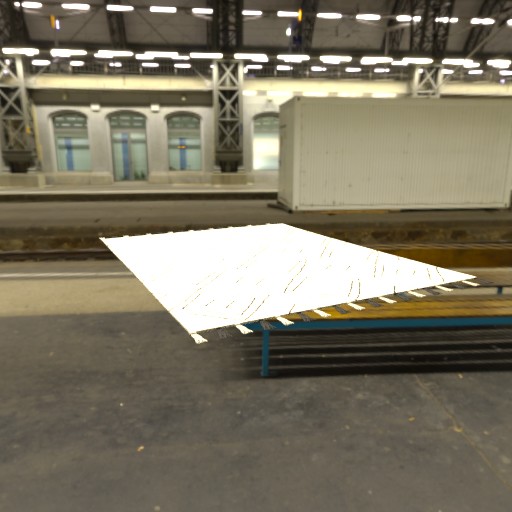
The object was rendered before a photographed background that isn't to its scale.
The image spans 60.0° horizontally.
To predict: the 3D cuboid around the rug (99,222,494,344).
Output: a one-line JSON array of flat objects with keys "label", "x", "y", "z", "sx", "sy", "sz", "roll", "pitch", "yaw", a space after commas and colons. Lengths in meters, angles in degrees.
[{"label": "rug", "x": 0.000, "y": 0.000, "z": 4.171, "sx": 2.342, "sy": 0.026, "sz": 3.221, "roll": -7, "pitch": 15, "yaw": -27}]
